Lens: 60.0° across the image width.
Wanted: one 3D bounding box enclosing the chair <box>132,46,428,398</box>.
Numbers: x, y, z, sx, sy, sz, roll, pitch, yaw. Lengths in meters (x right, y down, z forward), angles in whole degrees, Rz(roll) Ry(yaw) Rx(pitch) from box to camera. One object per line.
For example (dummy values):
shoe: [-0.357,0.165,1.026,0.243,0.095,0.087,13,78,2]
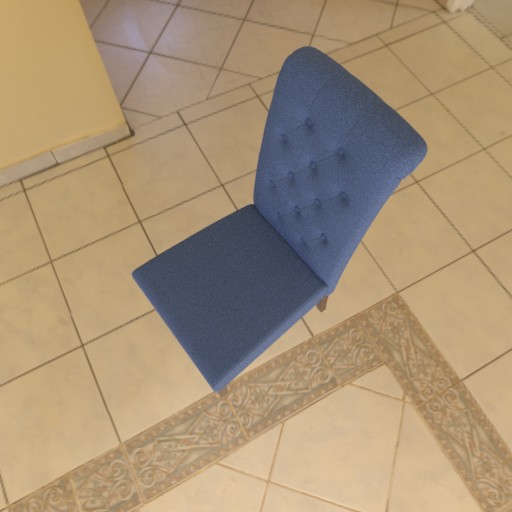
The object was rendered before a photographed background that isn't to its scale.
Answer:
chair: [0.000,0.000,1.368,0.671,1.006,0.456,-35,70,-15]
